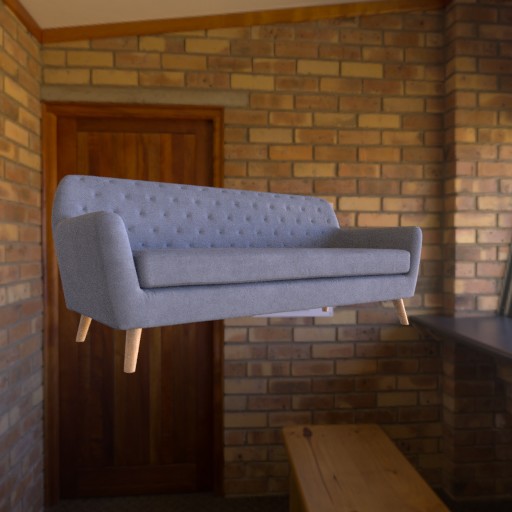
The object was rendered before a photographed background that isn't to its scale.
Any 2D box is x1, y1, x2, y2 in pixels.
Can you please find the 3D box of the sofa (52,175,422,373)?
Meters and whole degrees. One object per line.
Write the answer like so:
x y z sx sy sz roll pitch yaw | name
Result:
0.000 0.000 2.439 1.970 0.830 0.830 -1 1 -37 | sofa
